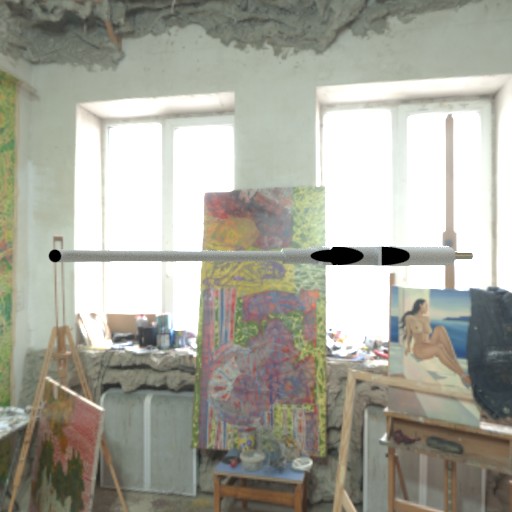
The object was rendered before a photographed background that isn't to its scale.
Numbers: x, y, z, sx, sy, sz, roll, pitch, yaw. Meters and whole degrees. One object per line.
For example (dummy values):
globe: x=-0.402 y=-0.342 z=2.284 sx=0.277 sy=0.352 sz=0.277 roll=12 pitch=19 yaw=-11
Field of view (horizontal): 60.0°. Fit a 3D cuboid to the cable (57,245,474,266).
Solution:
cable: x=0.000 y=0.000 z=0.110 sx=0.098 sy=0.006 sz=0.040 roll=0 pitch=0 yaw=-18
